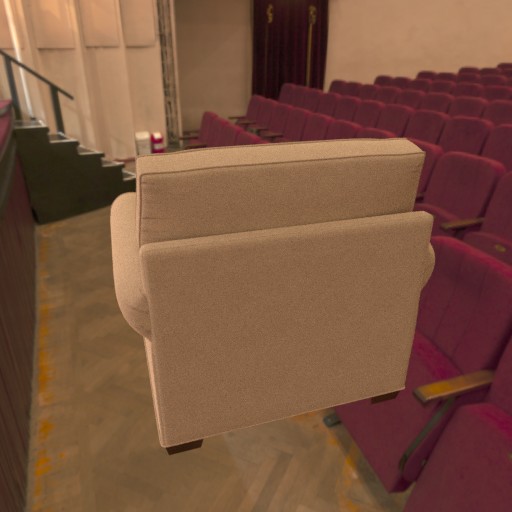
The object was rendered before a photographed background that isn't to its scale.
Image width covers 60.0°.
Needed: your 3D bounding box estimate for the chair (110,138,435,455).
[{"bbox_3d":[0.000,0.000,1.709,1.040,0.955,0.863,-8,26,-16],"label":"chair"}]
